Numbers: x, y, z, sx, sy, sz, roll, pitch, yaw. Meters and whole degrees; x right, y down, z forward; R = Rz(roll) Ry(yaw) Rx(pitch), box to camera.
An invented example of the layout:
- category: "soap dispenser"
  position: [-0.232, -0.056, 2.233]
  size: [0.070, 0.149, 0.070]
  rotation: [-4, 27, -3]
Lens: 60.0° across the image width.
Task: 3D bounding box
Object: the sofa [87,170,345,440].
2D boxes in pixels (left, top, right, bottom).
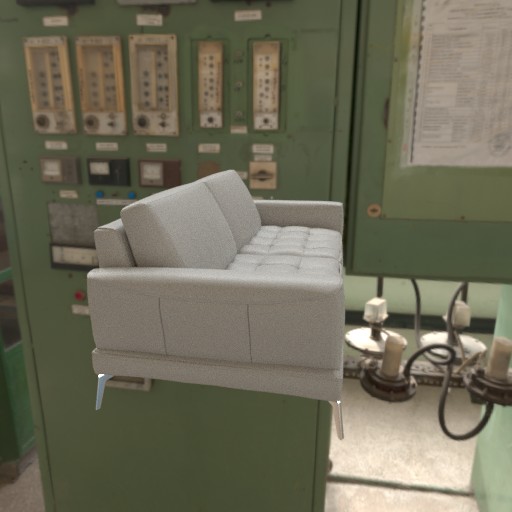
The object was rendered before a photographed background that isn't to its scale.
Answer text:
- category: "sofa"
  position: [0.000, 0.000, 2.775]
  size: [1.121, 0.930, 2.177]
  rotation: [3, 16, 10]
